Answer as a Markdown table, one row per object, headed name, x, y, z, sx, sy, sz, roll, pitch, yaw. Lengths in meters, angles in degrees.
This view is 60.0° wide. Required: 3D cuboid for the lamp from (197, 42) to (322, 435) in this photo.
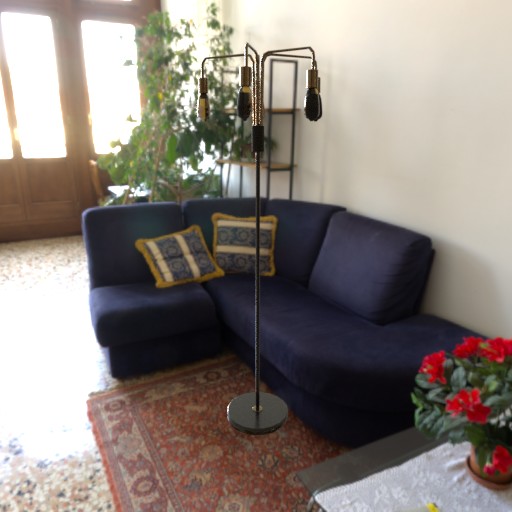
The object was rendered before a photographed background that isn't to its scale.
| name | x | y | z | sx | sy | sz | roll | pitch | yaw |
| --- | --- | --- | --- | --- | --- | --- | --- | --- | --- |
| lamp | 0.000 | 0.000 | 2.039 | 0.599 | 1.721 | 0.572 | 8 | 18 | 25 |
